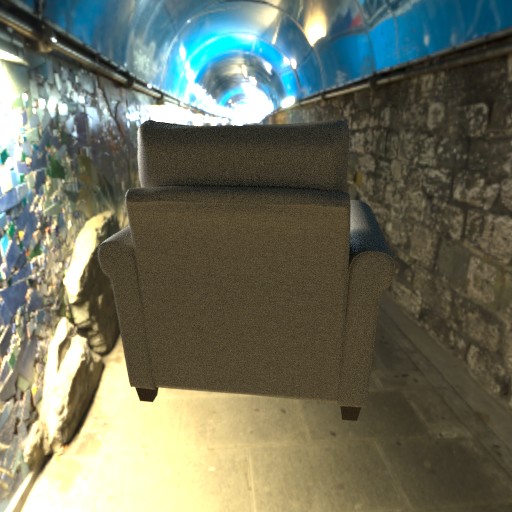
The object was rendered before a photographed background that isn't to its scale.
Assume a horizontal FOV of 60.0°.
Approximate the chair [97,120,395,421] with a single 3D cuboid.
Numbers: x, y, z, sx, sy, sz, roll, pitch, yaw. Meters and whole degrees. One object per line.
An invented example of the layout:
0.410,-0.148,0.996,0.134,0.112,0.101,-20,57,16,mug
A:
0.000,0.000,2.317,1.275,1.349,1.180,2,16,8,chair
